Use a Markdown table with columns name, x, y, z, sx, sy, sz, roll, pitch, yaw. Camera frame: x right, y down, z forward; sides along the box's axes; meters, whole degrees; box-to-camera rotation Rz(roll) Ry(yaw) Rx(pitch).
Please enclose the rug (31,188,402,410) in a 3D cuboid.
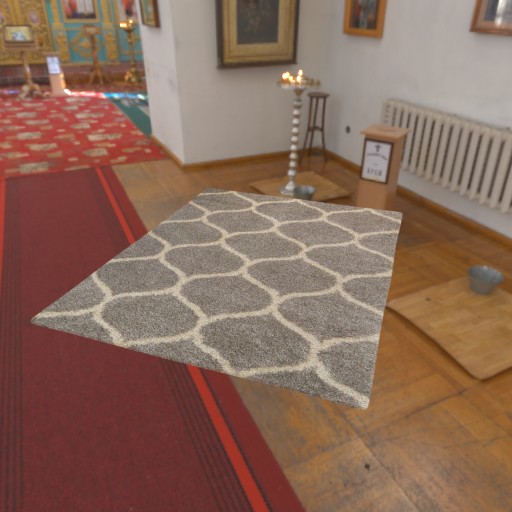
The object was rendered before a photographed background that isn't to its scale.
| name | x | y | z | sx | sy | sz | roll | pitch | yaw |
| --- | --- | --- | --- | --- | --- | --- | --- | --- | --- |
| rug | 0.000 | 0.000 | 4.064 | 2.399 | 0.026 | 3.000 | 10 | 30 | 17 |
